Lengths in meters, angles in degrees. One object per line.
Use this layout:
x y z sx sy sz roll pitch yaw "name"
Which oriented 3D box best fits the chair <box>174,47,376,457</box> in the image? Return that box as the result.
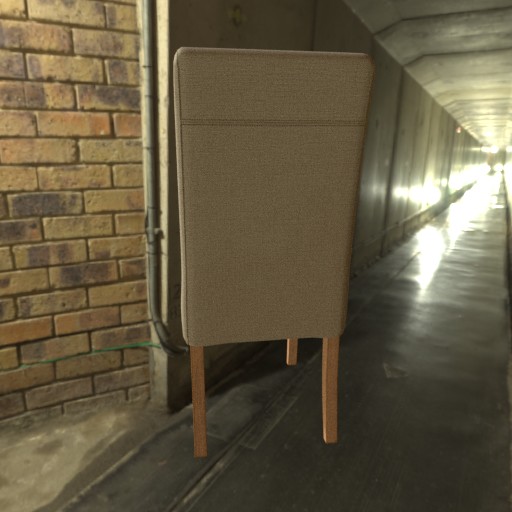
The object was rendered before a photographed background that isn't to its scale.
0.000 0.000 1.328 0.450 1.033 0.611 -2 14 -9 "chair"
